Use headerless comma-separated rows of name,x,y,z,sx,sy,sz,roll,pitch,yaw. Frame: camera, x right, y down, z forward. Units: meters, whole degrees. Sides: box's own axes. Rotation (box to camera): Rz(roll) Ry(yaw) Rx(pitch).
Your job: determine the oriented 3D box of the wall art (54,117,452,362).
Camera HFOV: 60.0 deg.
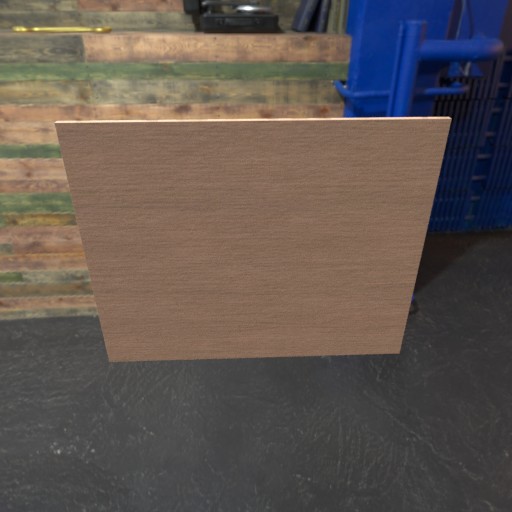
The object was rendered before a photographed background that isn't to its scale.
wall art,0.000,0.000,0.675,0.508,0.408,0.010,-1,31,-2
